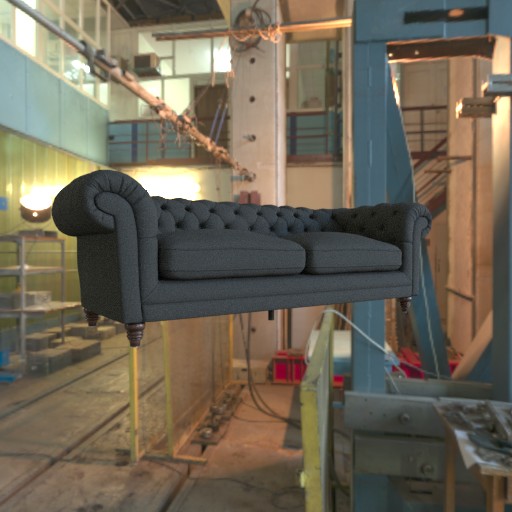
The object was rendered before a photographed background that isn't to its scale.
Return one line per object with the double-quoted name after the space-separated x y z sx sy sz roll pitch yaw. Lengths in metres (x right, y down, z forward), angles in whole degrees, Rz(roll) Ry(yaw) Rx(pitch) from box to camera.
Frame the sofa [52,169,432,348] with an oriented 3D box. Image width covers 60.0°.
0.000 0.000 2.769 2.362 0.762 0.991 0 1 -36 "sofa"
